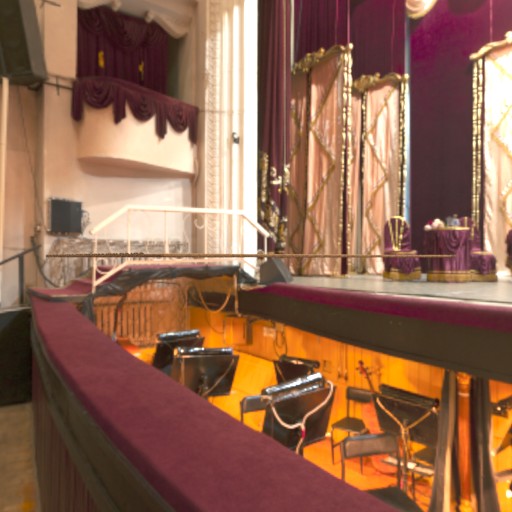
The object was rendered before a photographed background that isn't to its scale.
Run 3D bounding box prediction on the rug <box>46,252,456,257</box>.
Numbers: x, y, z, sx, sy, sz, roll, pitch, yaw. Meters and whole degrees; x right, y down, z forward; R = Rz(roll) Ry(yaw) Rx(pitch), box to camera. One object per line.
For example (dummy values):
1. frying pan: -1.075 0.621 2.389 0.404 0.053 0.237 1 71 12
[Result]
1. rug: 0.000 0.000 2.314 1.771 0.015 1.223 0 0 -37
